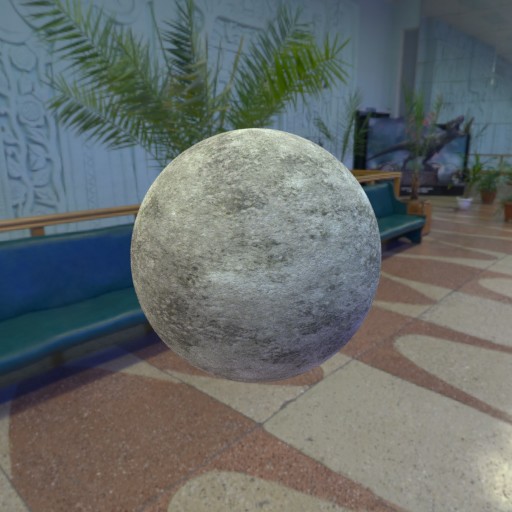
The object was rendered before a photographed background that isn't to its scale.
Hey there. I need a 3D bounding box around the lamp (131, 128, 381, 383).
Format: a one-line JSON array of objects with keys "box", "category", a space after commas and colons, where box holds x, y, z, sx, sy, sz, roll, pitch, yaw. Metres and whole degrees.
[{"box": [0.000, 0.000, 0.774, 0.422, 0.429, 0.422, 0, 15, 0], "category": "lamp"}]
